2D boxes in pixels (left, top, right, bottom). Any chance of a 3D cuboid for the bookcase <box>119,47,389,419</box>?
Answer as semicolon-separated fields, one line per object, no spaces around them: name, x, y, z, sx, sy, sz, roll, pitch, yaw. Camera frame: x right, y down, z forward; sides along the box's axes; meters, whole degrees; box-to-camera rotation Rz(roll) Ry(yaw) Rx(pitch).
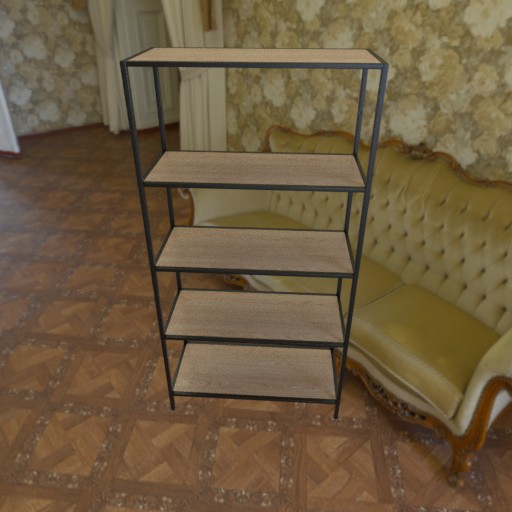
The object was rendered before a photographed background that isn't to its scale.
bookcase;0.000;0.000;1.798;0.770;1.500;0.350;2;31;3
